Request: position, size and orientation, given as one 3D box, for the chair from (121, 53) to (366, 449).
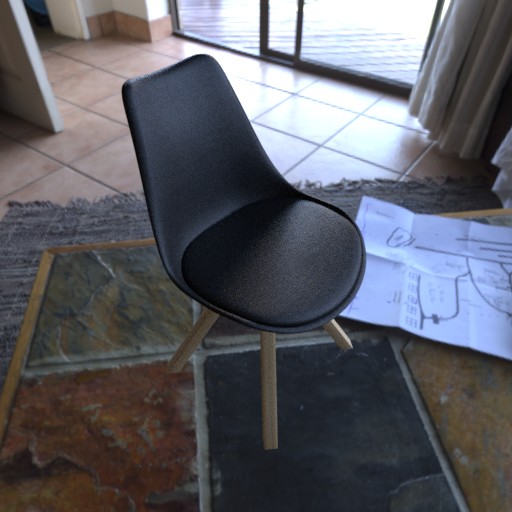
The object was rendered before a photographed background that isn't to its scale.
[{"bbox_3d":[0.000,0.000,1.148,0.549,0.850,0.485,28,49,27],"label":"chair"}]
